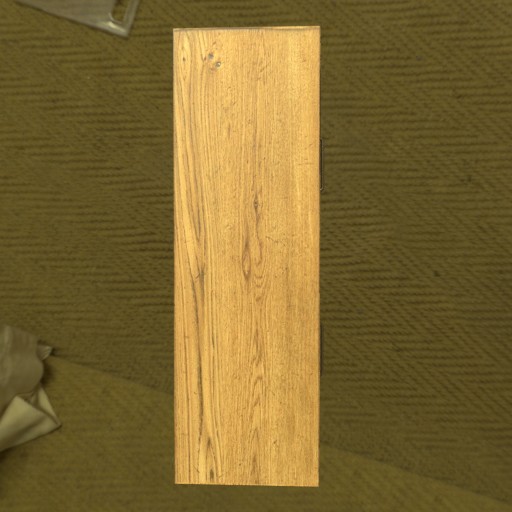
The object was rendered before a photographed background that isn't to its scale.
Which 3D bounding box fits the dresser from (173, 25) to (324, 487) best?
[{"bbox_3d":[0.000,0.000,2.061,0.563,0.932,1.657,0,91,2],"label":"dresser"}]
